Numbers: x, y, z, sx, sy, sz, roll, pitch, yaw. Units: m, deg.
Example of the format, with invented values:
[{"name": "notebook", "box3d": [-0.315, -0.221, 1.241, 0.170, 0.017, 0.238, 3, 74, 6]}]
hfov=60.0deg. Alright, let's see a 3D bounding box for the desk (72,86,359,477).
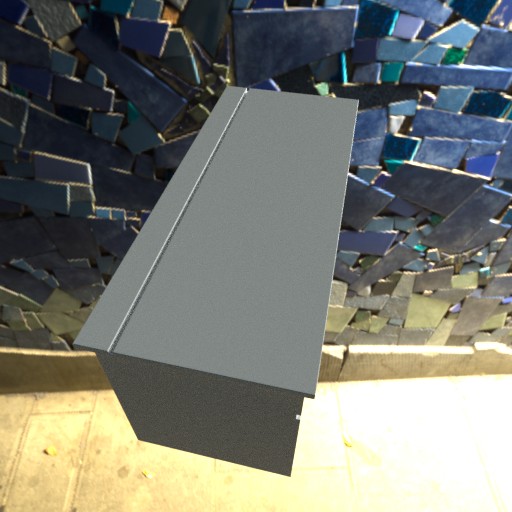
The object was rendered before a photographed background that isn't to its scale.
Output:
[{"name": "desk", "box3d": [0.000, 0.000, 1.968, 0.670, 0.760, 1.580, 9, 47, 9]}]
